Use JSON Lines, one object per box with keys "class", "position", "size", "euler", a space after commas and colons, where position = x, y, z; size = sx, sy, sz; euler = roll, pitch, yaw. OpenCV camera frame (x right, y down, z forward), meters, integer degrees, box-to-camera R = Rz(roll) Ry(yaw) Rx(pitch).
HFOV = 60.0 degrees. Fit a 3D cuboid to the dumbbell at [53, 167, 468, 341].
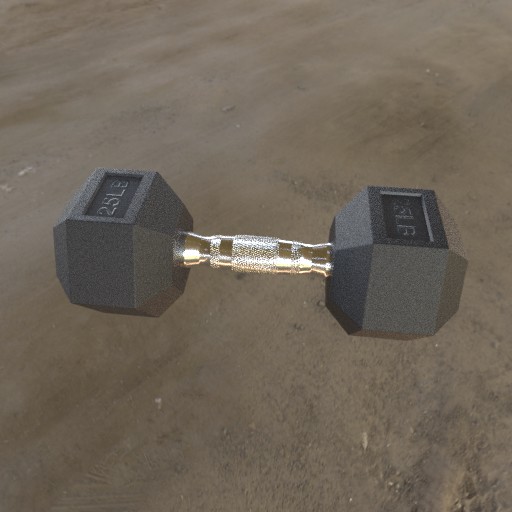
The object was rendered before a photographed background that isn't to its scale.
{"class": "dumbbell", "position": [0.000, 0.000, 0.372], "size": [0.315, 0.113, 0.129], "euler": [5, 47, 4]}
